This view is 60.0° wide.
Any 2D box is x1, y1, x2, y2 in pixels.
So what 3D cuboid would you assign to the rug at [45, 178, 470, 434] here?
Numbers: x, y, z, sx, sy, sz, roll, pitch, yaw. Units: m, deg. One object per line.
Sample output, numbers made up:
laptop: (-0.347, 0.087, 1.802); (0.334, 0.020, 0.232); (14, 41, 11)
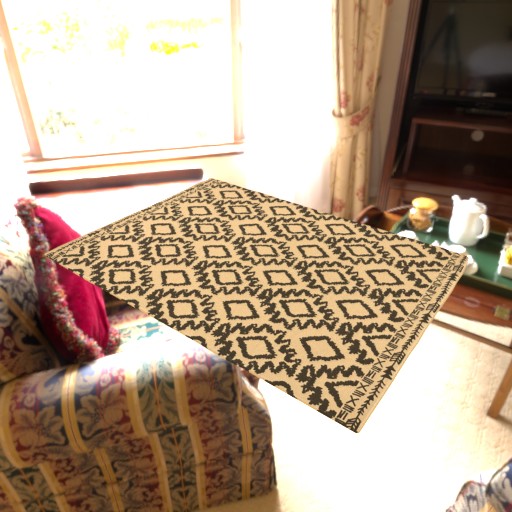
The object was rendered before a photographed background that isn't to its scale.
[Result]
rug: (0.000, 0.000, 4.279); (3.369, 0.036, 2.444); (22, 38, 30)
